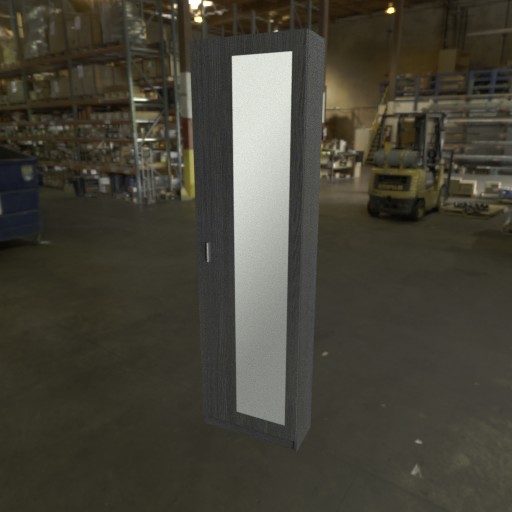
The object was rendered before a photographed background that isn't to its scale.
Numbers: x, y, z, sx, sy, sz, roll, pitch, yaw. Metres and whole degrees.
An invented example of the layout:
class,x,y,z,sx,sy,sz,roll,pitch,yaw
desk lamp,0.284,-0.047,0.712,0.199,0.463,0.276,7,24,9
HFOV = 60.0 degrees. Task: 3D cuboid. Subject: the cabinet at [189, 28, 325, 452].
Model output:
class,x,y,z,sx,sy,sz,roll,pitch,yaw
cabinet,0.000,0.000,2.004,0.500,1.790,0.230,7,17,24
